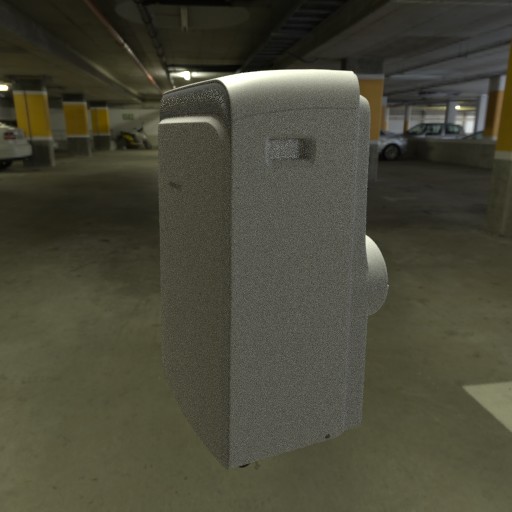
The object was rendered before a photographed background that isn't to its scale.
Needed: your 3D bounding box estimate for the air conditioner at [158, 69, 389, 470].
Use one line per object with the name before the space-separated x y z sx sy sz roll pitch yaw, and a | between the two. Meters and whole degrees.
air conditioner | 0.000 0.000 0.930 0.365 0.700 0.454 -8 18 -25
